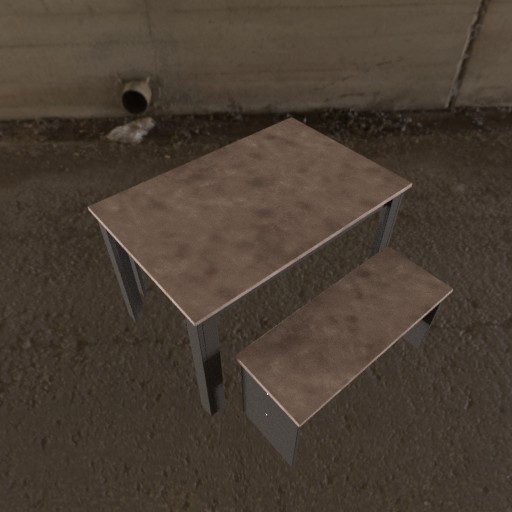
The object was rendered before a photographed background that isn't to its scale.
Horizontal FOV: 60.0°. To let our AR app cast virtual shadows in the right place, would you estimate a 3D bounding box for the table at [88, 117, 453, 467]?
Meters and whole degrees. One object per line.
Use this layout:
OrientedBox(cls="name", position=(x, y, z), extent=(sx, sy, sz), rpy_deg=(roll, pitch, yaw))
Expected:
OrientedBox(cls="table", position=(0.000, 0.000, 2.037), extent=(1.100, 0.700, 1.443), rpy_deg=(-31, 53, -27))
